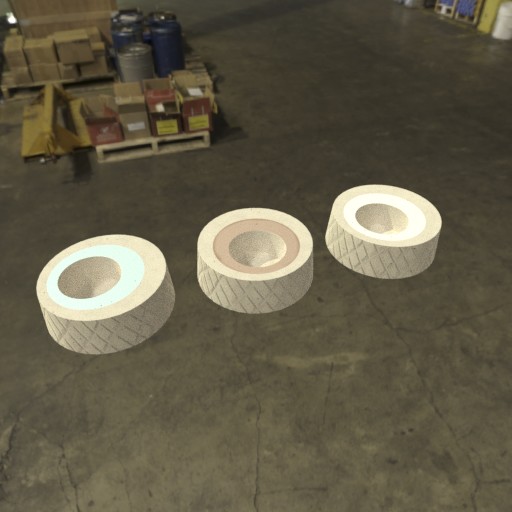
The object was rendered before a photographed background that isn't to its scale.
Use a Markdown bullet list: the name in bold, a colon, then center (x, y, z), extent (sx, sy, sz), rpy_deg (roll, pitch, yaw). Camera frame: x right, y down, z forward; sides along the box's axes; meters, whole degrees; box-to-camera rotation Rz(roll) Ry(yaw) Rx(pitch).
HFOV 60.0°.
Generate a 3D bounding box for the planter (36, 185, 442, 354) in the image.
- **planter**: center (0.000, 0.000, 0.425), extent (0.390, 0.038, 0.114), rpy_deg (-12, 42, -14)
